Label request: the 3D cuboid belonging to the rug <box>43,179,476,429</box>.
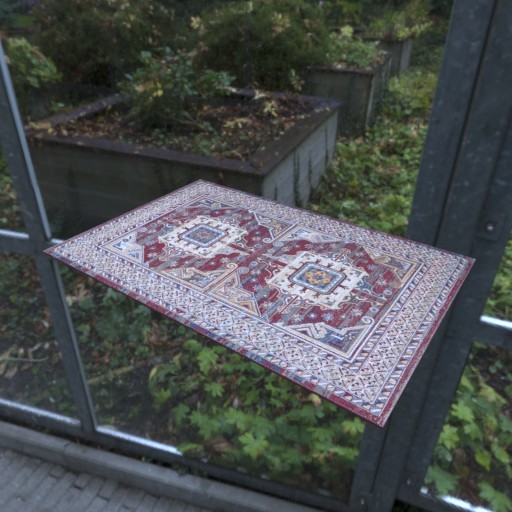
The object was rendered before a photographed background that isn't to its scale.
[{"bbox_3d":[0.000,0.000,5.616,4.578,0.033,3.033,20,37,30],"label":"rug"}]
